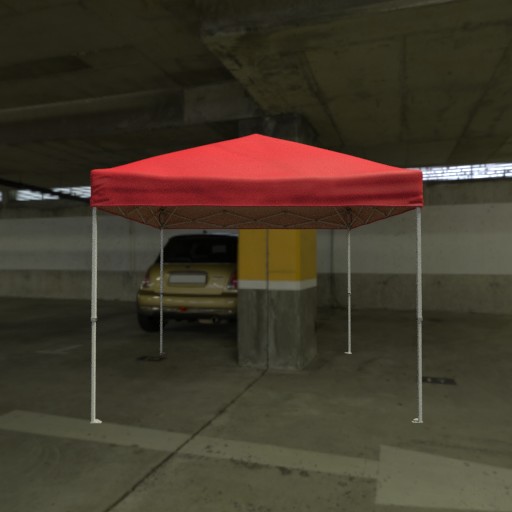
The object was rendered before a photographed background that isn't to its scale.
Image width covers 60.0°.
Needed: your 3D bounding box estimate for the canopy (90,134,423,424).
[{"bbox_3d":[0.000,0.000,5.435,2.996,2.997,2.998,0,0,0],"label":"canopy"}]
